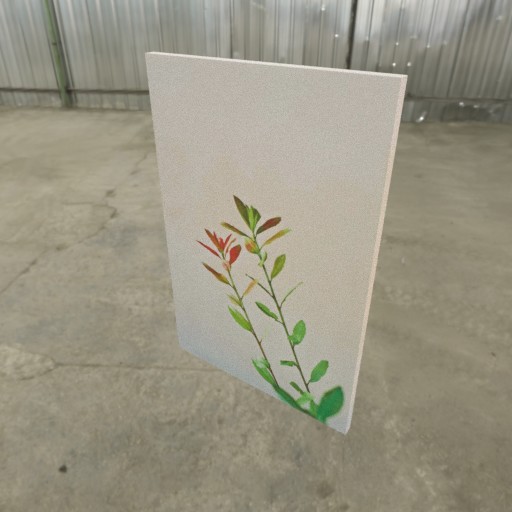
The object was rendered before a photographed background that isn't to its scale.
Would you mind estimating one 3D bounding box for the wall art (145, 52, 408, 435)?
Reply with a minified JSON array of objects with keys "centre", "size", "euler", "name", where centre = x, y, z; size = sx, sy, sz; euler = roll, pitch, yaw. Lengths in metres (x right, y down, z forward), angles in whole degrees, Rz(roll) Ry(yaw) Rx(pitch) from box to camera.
[{"centre":[0.000,0.000,1.416],"size":[0.764,1.143,0.038],"euler":[19,36,29],"name":"wall art"}]
